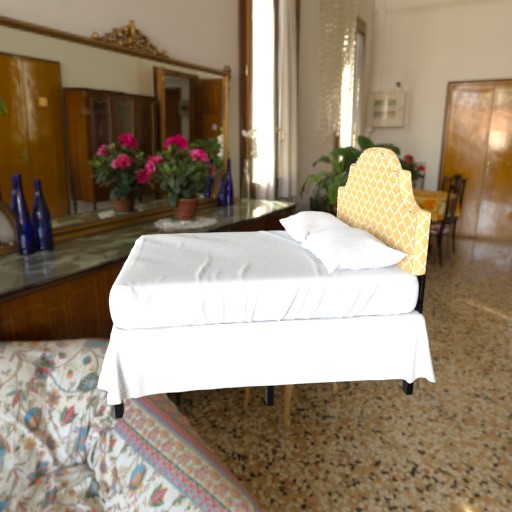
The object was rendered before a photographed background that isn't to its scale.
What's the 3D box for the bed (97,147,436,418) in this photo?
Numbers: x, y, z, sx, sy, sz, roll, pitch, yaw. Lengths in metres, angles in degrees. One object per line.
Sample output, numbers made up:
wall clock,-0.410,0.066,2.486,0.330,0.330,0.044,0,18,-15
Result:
bed,0.000,0.000,3.441,2.222,1.633,1.780,-2,15,-8
